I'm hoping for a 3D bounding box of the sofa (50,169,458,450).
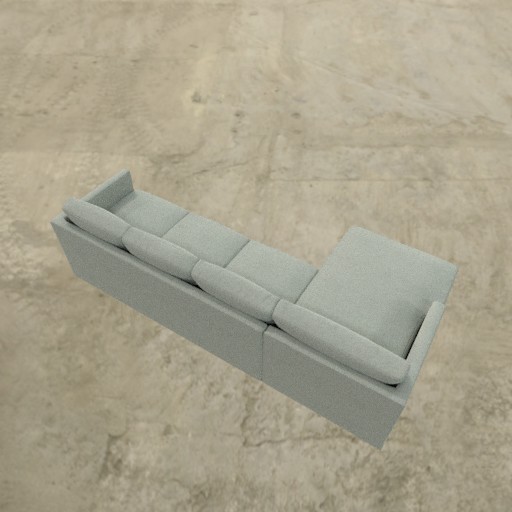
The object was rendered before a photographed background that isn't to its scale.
[{"bbox_3d":[0.000,0.000,3.925,3.205,0.922,1.650,24,51,21],"label":"sofa"}]
